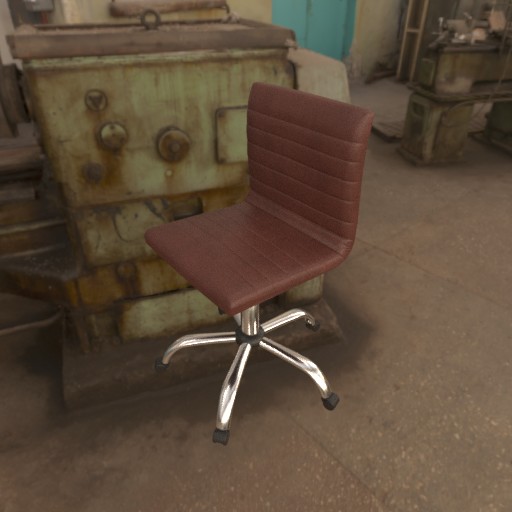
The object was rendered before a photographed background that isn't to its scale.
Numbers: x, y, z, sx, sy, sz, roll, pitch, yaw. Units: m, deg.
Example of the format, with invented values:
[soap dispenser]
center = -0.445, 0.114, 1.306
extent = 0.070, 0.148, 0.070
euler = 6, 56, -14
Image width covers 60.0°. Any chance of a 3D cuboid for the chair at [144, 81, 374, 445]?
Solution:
[chair]
center = 0.000, 0.000, 1.160
extent = 0.530, 0.780, 0.556
euler = -23, 39, -32
